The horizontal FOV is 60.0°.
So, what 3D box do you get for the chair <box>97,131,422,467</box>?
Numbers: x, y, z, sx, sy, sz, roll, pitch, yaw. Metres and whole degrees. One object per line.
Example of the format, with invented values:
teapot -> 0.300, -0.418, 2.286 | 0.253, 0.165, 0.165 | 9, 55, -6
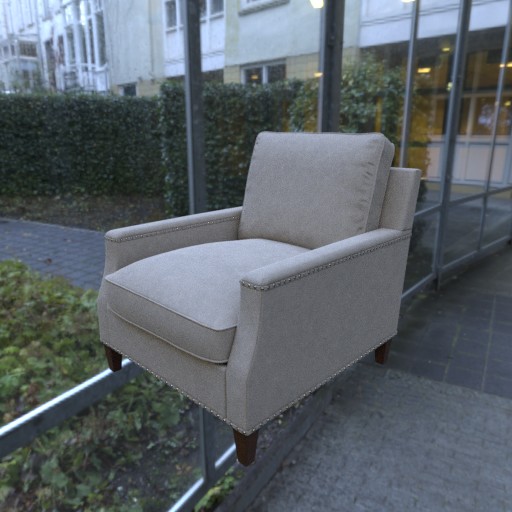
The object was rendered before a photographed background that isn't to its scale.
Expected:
chair -> 0.000, 0.000, 1.753 | 0.853, 0.943, 1.014 | 15, 22, 42
